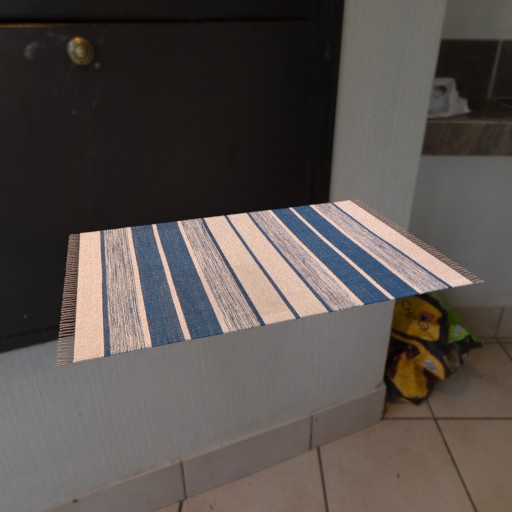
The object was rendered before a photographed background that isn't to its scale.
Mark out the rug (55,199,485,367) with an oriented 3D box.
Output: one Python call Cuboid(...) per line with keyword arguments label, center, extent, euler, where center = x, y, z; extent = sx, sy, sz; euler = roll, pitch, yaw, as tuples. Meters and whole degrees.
Cuboid(label="rug", center=(0.000, 0.000, 3.015), extent=(2.441, 0.010, 1.532), euler=(-9, 29, -16))
